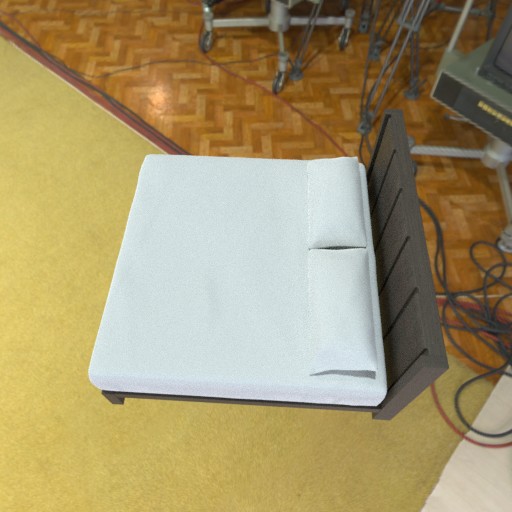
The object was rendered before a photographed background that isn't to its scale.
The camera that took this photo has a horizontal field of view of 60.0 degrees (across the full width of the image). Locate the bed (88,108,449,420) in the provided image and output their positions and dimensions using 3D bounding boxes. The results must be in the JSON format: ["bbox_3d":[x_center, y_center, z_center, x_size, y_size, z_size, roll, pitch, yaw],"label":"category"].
[{"bbox_3d":[0.000,0.000,3.557,2.238,1.261,2.143,3,58,2],"label":"bed"}]
